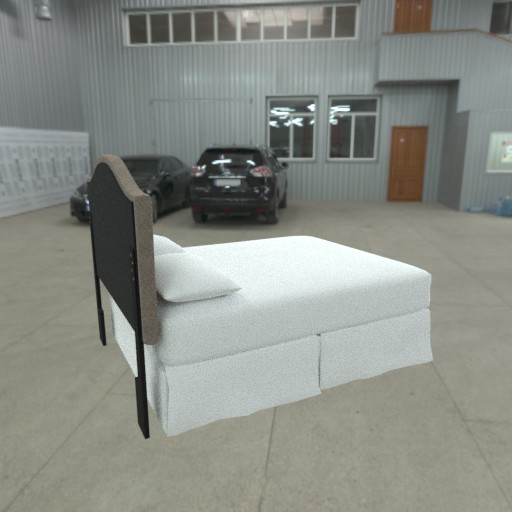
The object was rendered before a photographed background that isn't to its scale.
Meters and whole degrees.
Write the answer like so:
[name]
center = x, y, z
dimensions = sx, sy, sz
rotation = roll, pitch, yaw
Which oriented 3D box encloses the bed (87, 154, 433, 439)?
[bed]
center = 0.000, 0.000, 3.371
dimensions = 2.153, 1.518, 1.713
rotation = -7, 15, -27
